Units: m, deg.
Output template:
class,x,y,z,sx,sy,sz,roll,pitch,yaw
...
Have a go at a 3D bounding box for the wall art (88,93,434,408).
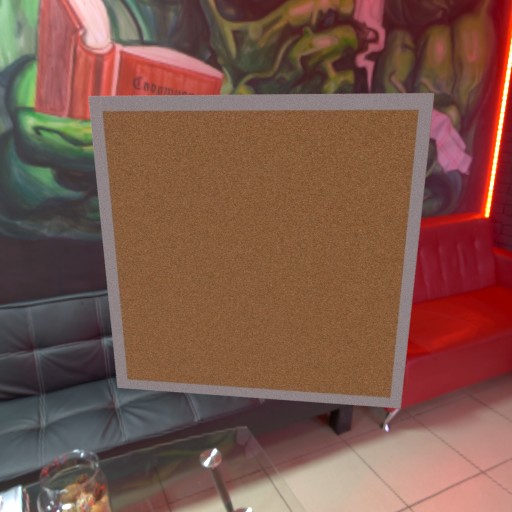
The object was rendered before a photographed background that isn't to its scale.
class,x,y,z,sx,sy,sz,roll,pitch,yaw
wall art,0.000,0.000,0.448,0.305,0.305,0.038,2,17,7
